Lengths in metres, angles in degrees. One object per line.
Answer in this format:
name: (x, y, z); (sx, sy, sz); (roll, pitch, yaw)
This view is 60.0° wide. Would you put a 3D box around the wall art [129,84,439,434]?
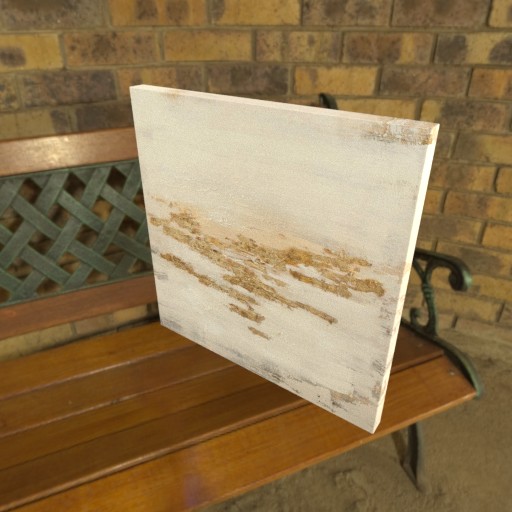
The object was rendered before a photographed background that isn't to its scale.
wall art: (0.000, 0.000, 0.917); (0.611, 0.613, 0.040); (19, 35, 30)
